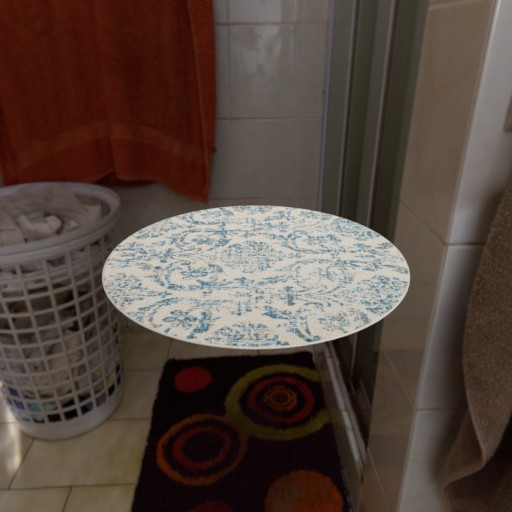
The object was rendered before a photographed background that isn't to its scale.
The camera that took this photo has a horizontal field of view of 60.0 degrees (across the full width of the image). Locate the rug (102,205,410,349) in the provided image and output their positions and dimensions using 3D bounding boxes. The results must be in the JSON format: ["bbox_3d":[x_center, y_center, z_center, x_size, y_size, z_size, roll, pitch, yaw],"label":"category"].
[{"bbox_3d":[0.000,0.000,2.400,1.593,0.012,1.593,0,26,0],"label":"rug"}]
